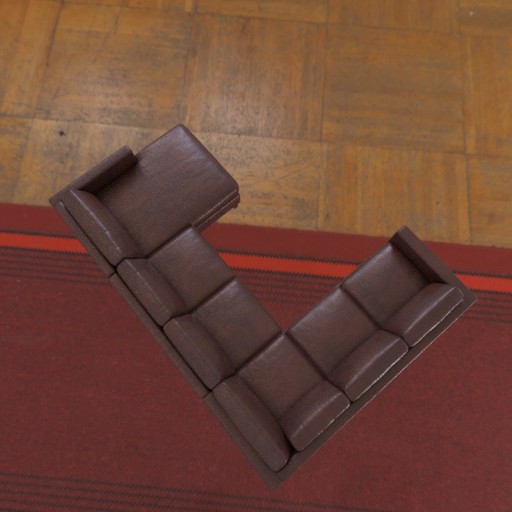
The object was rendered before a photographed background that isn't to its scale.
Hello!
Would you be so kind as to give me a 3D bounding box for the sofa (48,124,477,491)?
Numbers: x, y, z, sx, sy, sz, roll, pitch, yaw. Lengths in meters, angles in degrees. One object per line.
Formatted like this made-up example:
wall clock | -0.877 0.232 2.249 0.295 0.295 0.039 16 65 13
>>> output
sofa | 0.000 0.000 4.399 2.452 0.891 3.324 -39 78 -10
